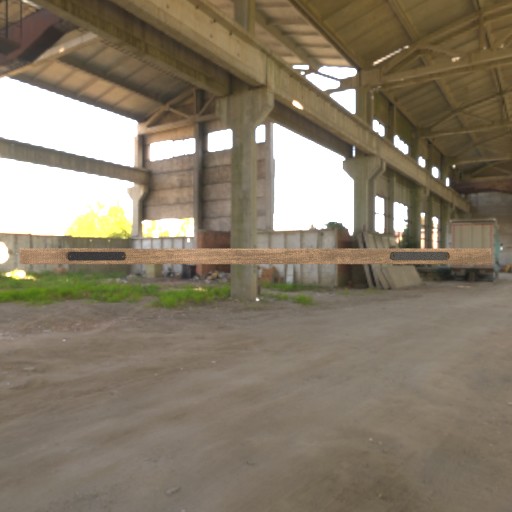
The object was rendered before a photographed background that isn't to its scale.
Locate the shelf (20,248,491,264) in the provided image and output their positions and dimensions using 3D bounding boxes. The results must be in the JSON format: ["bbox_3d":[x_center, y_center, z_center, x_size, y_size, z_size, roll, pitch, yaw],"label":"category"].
[{"bbox_3d":[0.000,0.000,0.642,0.610,0.020,0.140,0,0,0],"label":"shelf"}]
